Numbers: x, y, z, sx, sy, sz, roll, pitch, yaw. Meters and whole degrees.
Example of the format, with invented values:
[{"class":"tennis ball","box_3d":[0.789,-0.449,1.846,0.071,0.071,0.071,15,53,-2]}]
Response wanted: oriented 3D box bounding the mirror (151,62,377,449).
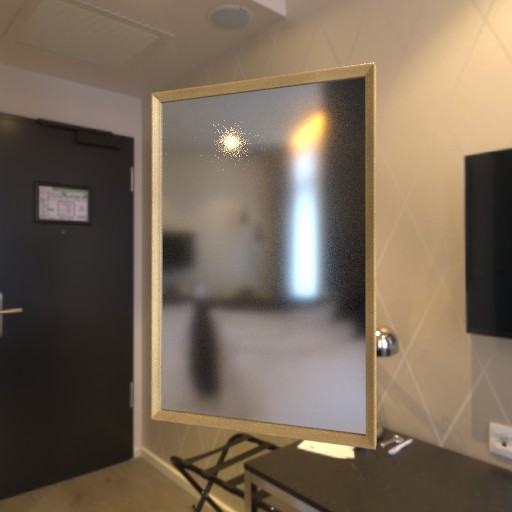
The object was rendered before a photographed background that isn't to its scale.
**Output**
[{"class":"mirror","box_3d":[0.000,0.000,1.164,0.609,0.915,0.041,0,0,19]}]
